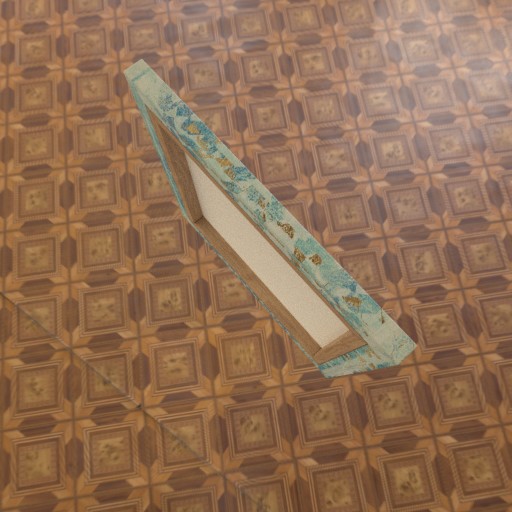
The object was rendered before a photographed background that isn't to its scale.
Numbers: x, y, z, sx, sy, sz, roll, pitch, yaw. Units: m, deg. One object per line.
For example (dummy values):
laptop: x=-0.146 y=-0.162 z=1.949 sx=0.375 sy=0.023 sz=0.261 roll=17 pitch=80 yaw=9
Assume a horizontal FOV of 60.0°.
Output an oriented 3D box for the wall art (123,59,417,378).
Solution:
wall art: x=0.000 y=0.000 z=0.940 sx=0.040 sy=0.609 sz=0.609 roll=-40 pitch=77 yaw=-11
